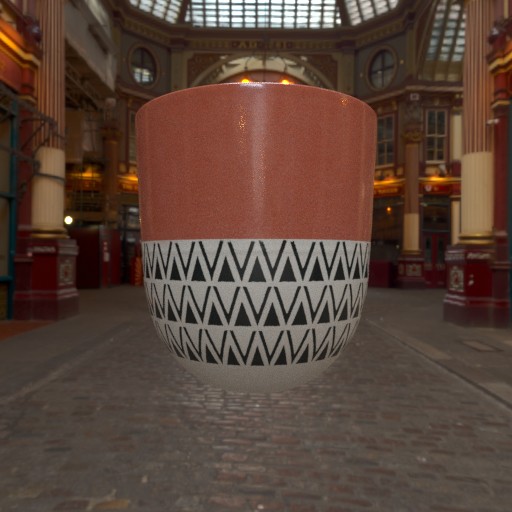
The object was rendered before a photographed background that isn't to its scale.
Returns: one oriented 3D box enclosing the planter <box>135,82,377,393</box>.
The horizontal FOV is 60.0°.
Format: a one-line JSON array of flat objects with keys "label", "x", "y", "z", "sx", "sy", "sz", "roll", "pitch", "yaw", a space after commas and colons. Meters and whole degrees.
[{"label": "planter", "x": 0.000, "y": 0.000, "z": 0.369, "sx": 0.195, "sy": 0.214, "sz": 0.195, "roll": 0, "pitch": 0, "yaw": 0}]
